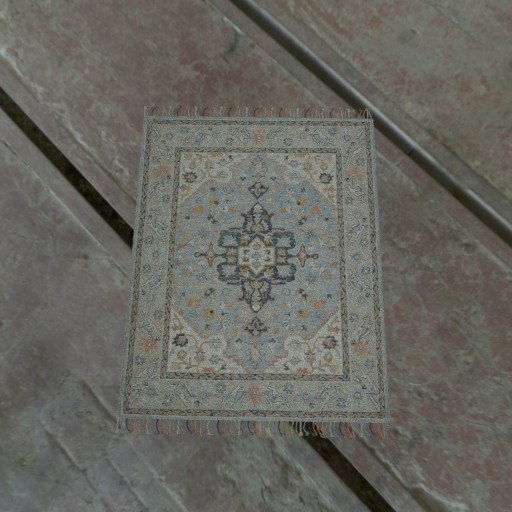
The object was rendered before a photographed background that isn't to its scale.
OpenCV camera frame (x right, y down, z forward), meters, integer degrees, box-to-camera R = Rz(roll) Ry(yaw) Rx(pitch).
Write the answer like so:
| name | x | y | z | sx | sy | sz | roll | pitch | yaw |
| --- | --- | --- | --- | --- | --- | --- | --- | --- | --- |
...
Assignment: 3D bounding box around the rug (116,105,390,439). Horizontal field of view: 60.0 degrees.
| name | x | y | z | sx | sy | sz | roll | pitch | yaw |
| --- | --- | --- | --- | --- | --- | --- | --- | --- | --- |
| rug | 0.000 | 0.000 | 4.216 | 2.379 | 0.011 | 3.221 | 1 | 76 | 0 |
